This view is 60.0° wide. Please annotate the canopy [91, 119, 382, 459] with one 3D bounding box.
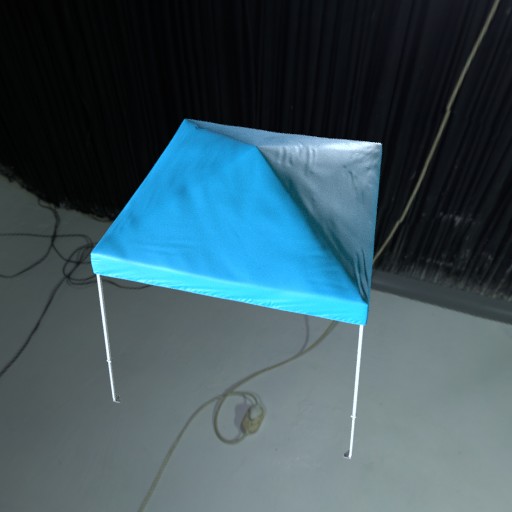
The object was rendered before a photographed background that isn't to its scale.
[{"bbox_3d":[0.000,0.000,5.029,2.848,2.849,2.849,10,47,9],"label":"canopy"}]
